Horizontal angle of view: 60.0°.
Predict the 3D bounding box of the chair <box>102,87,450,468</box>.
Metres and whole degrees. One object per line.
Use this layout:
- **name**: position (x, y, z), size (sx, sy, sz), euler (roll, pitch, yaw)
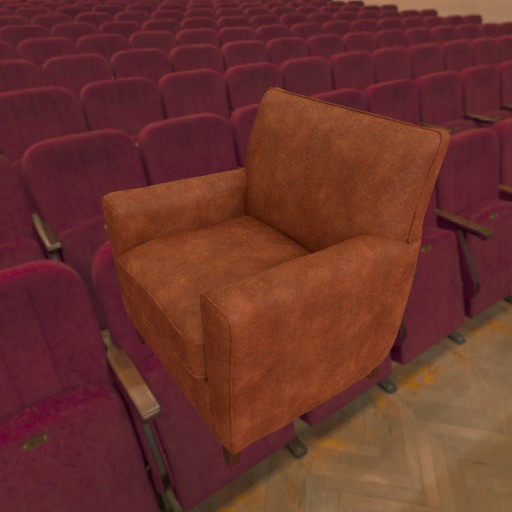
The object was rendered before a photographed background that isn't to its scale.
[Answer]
- **chair**: position (0.000, 0.000, 1.564), size (0.823, 0.943, 0.870), euler (-20, 36, -30)
